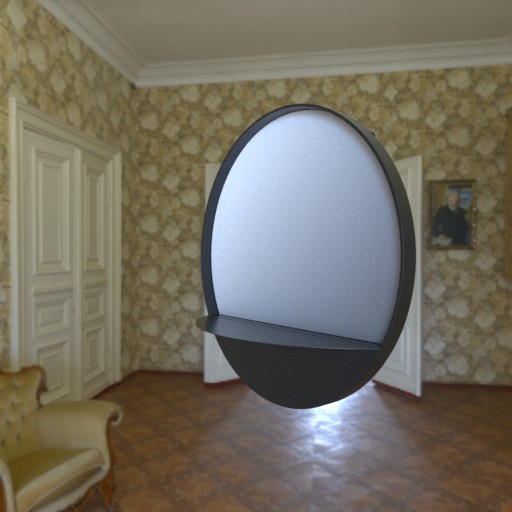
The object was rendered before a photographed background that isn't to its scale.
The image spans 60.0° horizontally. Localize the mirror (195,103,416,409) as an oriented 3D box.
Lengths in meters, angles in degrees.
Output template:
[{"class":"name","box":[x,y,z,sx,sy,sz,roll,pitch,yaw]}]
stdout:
[{"class":"mirror","box":[0.000,0.000,0.664,0.133,0.457,0.457,0,-1,-37]}]
